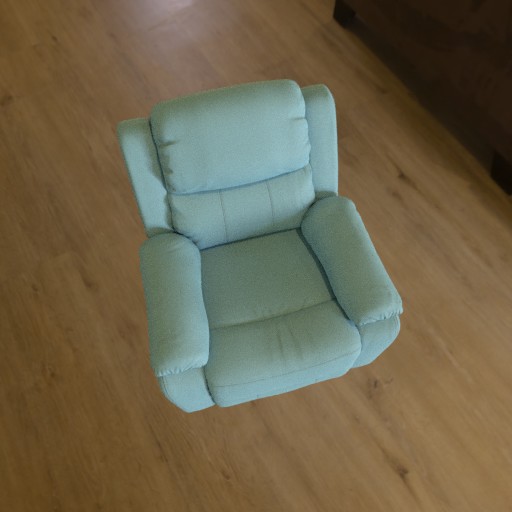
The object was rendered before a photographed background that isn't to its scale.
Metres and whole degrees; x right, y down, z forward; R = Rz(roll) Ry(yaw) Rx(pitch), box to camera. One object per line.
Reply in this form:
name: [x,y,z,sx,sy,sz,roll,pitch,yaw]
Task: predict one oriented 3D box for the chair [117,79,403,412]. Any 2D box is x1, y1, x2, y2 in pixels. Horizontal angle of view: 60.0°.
chair: [0.000,0.000,1.293,0.680,0.702,0.709,-13,62,-7]
